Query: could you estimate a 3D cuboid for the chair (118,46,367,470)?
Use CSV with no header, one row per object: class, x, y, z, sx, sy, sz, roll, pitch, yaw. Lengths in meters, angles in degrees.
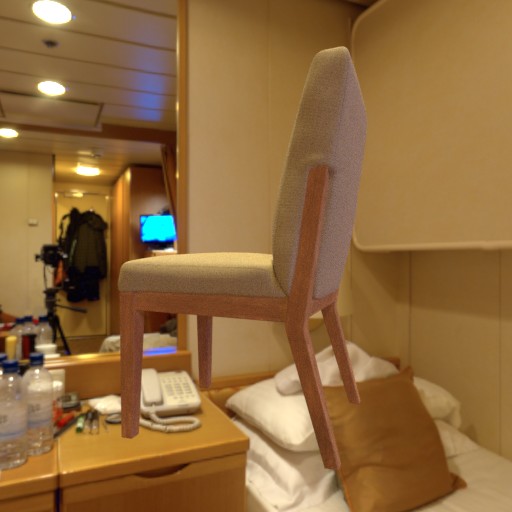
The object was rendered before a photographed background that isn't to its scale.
chair,0.000,0.000,1.249,0.586,0.911,0.507,0,0,19
